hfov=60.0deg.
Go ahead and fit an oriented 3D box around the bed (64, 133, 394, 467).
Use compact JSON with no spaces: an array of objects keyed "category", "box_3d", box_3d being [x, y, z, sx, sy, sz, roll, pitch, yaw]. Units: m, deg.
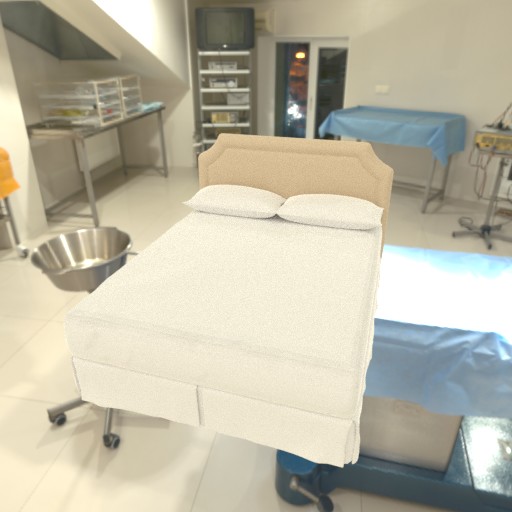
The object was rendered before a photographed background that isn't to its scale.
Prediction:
[{"category":"bed","box_3d":[0.000,0.000,3.793,2.134,1.524,2.548,8,28,16]}]
